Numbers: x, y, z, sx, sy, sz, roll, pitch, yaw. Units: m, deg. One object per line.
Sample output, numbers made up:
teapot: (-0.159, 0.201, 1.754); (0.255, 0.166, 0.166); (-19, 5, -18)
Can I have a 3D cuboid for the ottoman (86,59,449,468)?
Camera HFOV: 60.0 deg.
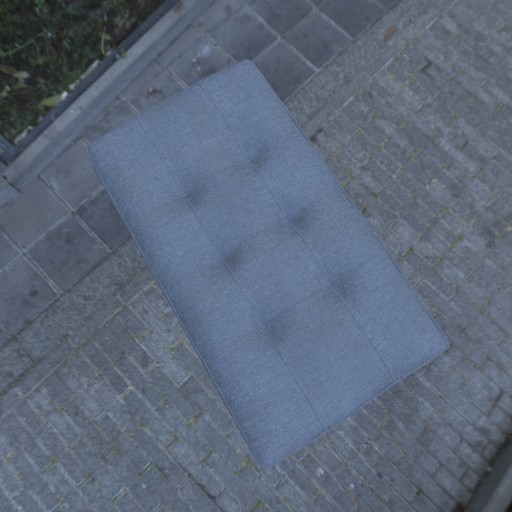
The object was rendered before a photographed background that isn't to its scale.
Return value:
ottoman: (0.000, 0.000, 1.526); (0.648, 0.514, 1.143); (-30, 77, -7)
